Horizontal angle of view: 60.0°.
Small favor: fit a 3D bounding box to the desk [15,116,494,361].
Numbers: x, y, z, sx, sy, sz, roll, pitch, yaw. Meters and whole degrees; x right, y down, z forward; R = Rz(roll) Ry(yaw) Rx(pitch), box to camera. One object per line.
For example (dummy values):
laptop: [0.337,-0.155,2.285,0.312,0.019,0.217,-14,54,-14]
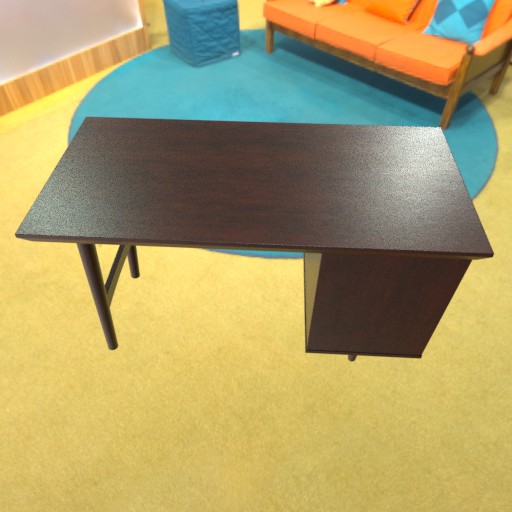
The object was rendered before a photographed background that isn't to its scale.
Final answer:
desk: [0.000,0.000,1.661,1.277,0.758,0.612,2,47,2]
